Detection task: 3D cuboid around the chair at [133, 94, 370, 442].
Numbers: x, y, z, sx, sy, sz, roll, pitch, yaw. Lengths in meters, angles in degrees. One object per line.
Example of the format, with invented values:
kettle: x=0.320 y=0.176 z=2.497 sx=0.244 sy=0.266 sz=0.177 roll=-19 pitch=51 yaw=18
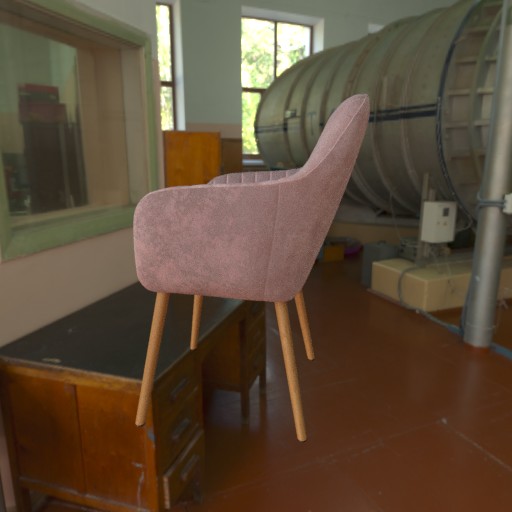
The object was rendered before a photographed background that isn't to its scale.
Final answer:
chair: x=0.000 y=0.000 z=1.259 sx=0.570 sy=0.832 sz=0.610 roll=2 pitch=14 yaw=9
